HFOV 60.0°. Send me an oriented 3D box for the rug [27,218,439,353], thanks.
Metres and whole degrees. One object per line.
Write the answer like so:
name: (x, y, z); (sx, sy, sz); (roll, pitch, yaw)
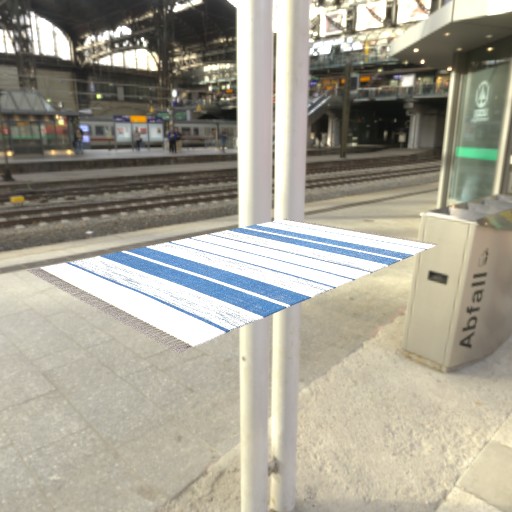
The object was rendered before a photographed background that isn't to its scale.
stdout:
rug: (0.000, 0.000, 3.032); (1.532, 0.010, 2.441); (14, 21, 42)
